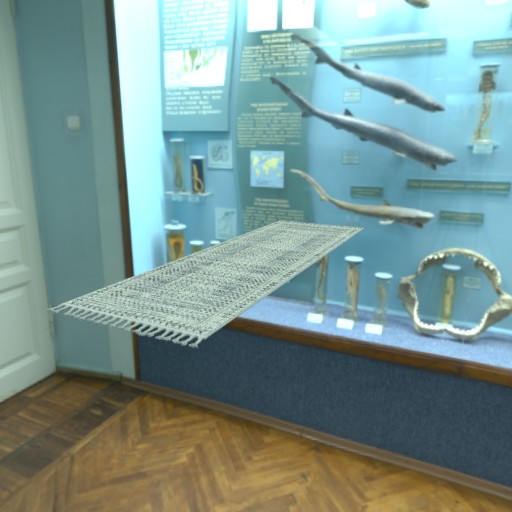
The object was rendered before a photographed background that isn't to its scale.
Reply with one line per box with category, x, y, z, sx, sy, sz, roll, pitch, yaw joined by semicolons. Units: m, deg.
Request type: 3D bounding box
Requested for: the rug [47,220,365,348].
rug;0.000;0.000;2.793;0.786;0.013;2.480;7;16;26
